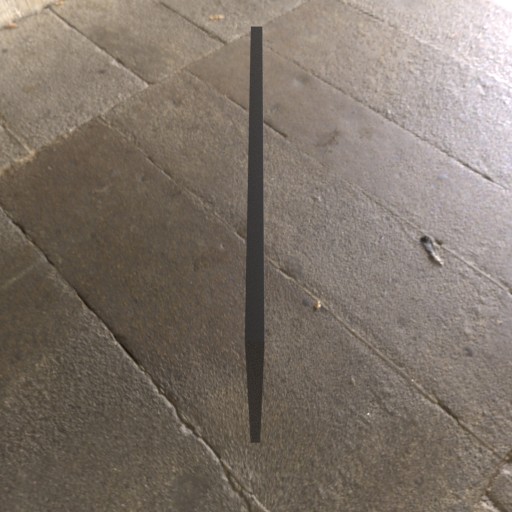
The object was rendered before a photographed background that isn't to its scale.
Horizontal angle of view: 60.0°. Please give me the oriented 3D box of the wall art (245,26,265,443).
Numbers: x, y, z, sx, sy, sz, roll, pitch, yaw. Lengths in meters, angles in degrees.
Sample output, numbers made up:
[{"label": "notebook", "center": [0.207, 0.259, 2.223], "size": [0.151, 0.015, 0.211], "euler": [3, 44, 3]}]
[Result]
[{"label": "wall art", "center": [0.000, 0.000, 0.528], "size": [0.013, 0.356, 0.356], "euler": [0, 57, 0]}]
